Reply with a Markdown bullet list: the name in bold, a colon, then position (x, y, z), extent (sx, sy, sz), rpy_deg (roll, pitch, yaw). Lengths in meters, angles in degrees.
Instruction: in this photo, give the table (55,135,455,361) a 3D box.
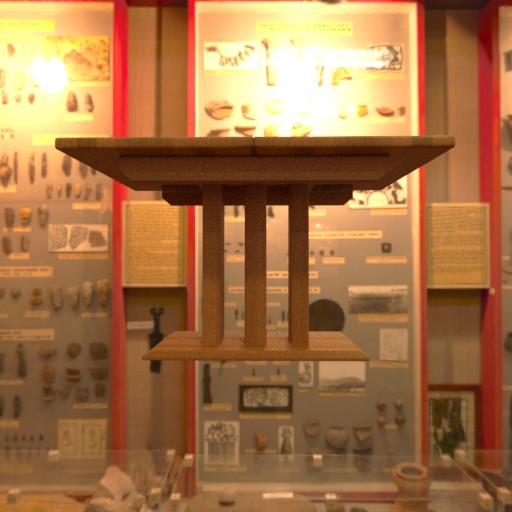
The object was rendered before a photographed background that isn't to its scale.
- **table**: position (0.000, 0.000, 1.877), extent (1.300, 0.770, 0.900), rpy_deg (0, 0, 1)
